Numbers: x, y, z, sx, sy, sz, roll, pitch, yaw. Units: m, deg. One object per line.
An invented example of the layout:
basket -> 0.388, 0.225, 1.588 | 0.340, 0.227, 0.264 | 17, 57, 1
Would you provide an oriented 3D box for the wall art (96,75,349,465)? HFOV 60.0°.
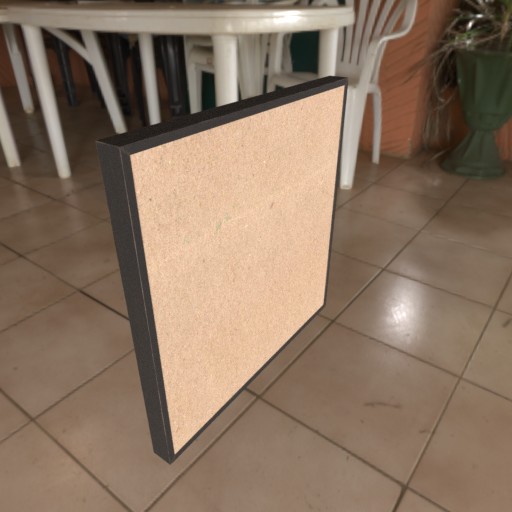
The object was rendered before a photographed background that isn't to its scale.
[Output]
wall art -> 0.000, 0.000, 0.752 | 0.038, 0.508, 0.508 | 21, 36, 30
